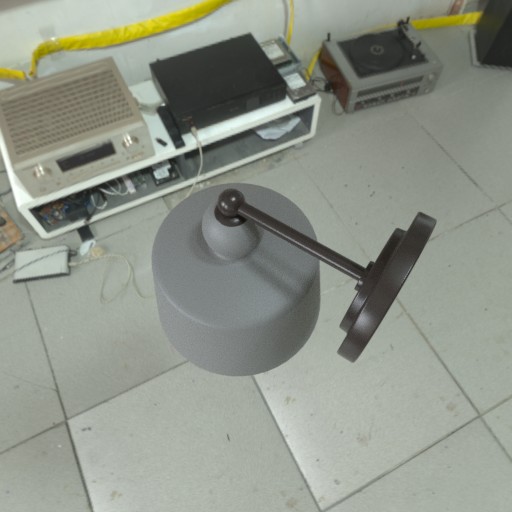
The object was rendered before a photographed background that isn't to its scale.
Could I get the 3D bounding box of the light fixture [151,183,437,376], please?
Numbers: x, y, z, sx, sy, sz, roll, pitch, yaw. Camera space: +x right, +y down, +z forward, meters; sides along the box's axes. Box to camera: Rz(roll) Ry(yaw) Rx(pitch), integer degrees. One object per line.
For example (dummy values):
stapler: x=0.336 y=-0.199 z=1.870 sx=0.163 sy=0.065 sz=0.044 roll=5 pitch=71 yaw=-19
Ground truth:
light fixture: x=0.000 y=0.000 z=0.436 sx=0.254 sy=0.268 sz=0.204 roll=30 pitch=66 yaw=15
